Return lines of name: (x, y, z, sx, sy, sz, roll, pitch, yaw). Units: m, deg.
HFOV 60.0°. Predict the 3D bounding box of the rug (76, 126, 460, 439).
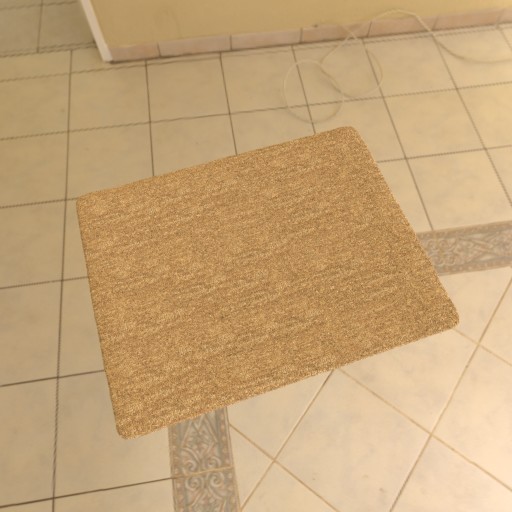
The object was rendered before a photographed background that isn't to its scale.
rug: (0.000, 0.000, 3.869, 2.873, 0.050, 2.242, -17, 66, -8)
